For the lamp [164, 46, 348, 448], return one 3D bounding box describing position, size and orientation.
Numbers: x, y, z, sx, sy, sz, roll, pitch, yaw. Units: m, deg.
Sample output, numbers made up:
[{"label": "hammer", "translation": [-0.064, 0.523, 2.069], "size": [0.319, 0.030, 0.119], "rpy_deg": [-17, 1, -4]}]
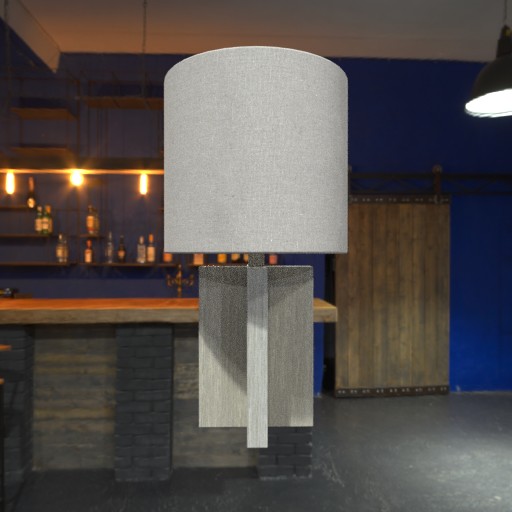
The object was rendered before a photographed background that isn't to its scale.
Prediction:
[{"label": "lamp", "translation": [0.000, 0.000, 0.565], "size": [0.229, 0.428, 0.229], "rpy_deg": [0, 0, -1]}]
